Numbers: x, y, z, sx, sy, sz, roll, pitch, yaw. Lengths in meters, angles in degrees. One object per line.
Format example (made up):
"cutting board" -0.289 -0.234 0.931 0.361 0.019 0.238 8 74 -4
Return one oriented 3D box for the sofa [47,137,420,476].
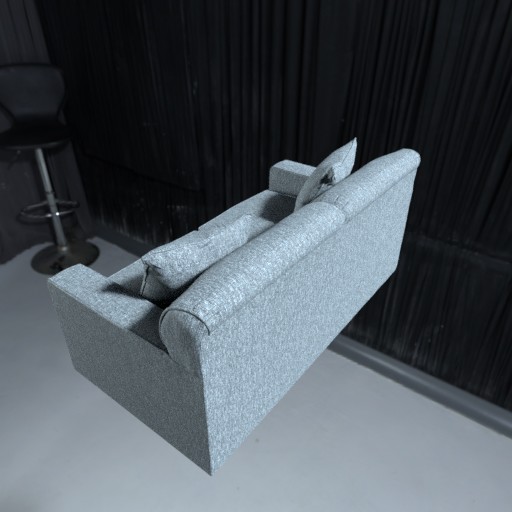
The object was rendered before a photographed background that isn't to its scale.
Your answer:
"sofa" 0.000 0.000 2.391 0.998 0.958 1.846 22 39 31
